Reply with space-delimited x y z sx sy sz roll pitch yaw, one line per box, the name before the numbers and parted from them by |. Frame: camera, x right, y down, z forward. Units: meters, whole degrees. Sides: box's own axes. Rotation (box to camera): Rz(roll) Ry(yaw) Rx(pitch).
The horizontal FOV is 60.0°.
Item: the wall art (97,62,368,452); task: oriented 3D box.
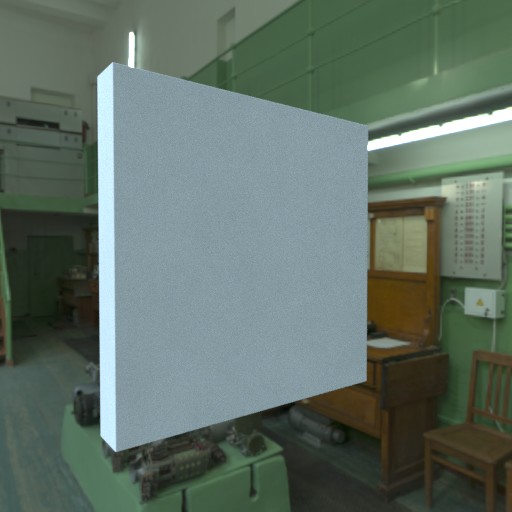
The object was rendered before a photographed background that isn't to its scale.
wall art | 0.000 0.000 0.452 0.305 0.305 0.038 -1 2 -37
